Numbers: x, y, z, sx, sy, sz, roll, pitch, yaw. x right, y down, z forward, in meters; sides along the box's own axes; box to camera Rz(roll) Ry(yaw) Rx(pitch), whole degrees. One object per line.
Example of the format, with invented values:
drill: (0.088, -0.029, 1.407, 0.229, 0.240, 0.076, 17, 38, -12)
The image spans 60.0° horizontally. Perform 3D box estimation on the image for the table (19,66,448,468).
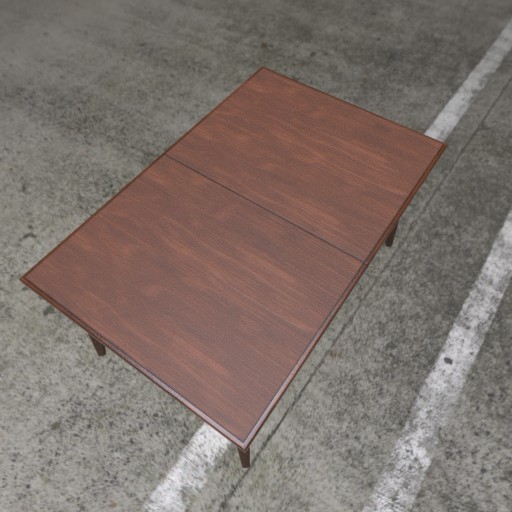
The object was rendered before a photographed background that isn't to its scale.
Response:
table: (0.000, 0.000, 2.071, 0.990, 0.761, 1.524, 30, 62, 18)
